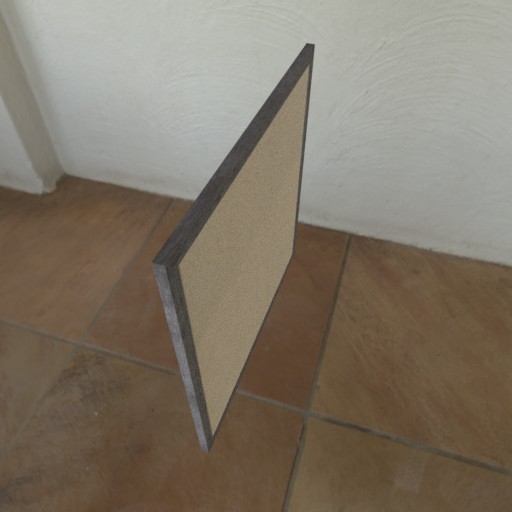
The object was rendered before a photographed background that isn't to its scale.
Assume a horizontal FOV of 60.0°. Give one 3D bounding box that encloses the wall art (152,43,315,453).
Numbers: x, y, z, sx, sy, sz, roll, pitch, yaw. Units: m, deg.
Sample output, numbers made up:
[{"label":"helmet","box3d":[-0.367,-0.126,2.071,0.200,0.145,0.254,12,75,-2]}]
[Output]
[{"label":"wall art","box3d":[0.000,0.000,0.678,0.013,0.457,0.457,16,50,14]}]
